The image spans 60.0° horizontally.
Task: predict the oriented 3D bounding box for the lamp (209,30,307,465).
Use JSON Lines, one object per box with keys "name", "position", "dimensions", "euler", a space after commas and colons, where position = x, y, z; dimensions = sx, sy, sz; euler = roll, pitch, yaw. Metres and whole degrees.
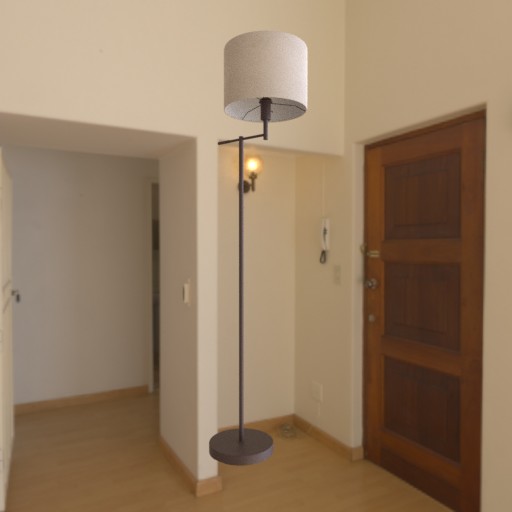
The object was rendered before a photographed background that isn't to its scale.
{"name": "lamp", "position": [0.000, 0.000, 1.765], "dimensions": [0.416, 1.600, 0.324], "euler": [1, 1, 36]}
